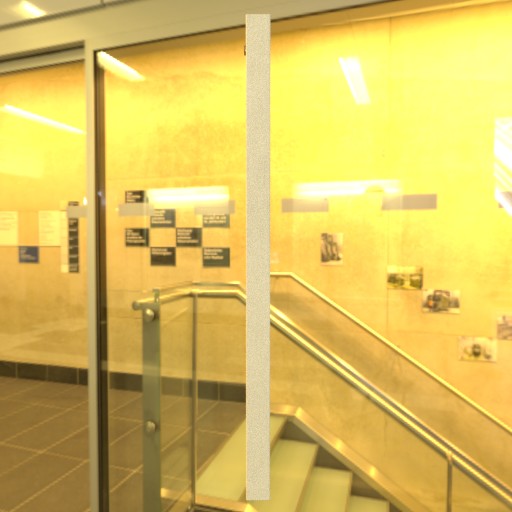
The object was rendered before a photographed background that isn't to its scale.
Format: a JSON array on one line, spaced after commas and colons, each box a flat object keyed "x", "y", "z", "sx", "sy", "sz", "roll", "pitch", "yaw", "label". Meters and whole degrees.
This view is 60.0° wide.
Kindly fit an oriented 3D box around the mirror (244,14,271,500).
[{"x": 0.000, "y": 0.000, "z": 0.900, "sx": 0.040, "sy": 0.710, "sz": 0.507, "roll": 0, "pitch": 2, "yaw": 0, "label": "mirror"}]
